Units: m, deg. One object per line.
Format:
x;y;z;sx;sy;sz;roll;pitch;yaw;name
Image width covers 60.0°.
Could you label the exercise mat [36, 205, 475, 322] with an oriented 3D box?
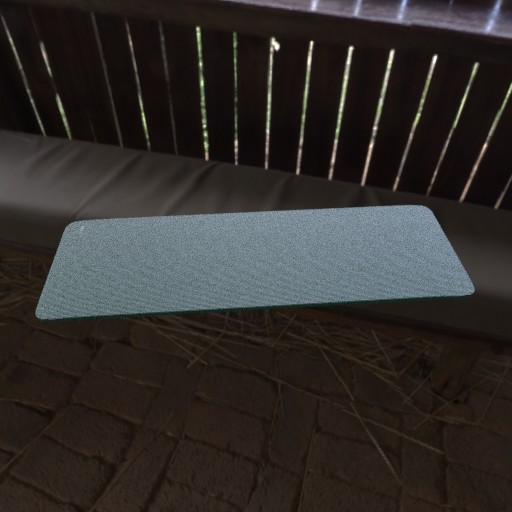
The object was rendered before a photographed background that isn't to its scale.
0.000;0.000;2.065;1.869;0.021;0.616;-3;45;-3;exercise mat
